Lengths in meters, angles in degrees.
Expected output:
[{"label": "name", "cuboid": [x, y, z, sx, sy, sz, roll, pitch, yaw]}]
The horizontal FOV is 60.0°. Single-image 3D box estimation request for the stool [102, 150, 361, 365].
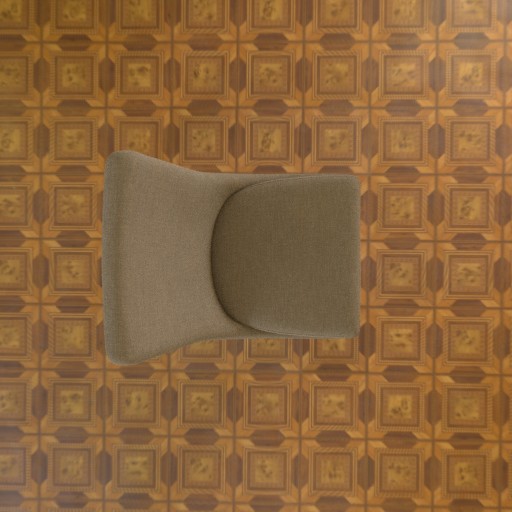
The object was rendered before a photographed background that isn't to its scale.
[{"label": "stool", "cuboid": [0.000, 0.000, 1.367, 0.577, 1.078, 0.470, 0, 91, 1]}]
